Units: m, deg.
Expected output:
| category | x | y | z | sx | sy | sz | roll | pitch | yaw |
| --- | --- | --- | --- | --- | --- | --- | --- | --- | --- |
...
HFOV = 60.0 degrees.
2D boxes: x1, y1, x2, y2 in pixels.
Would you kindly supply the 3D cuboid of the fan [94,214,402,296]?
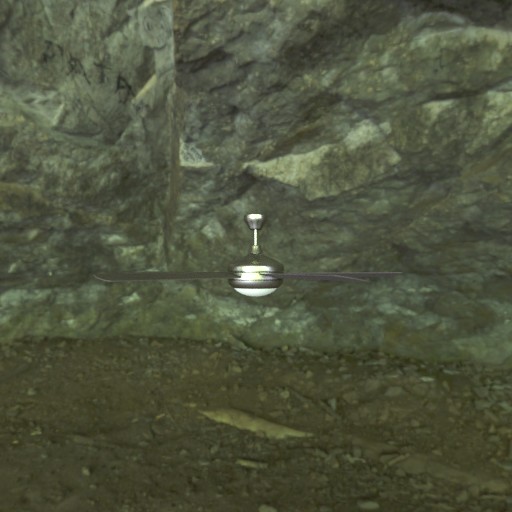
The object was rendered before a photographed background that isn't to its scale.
| category | x | y | z | sx | sy | sz | roll | pitch | yaw |
| --- | --- | --- | --- | --- | --- | --- | --- | --- | --- |
| fan | 0.000 | 0.000 | 1.952 | 1.321 | 0.356 | 1.321 | 0 | -1 | -17 |
